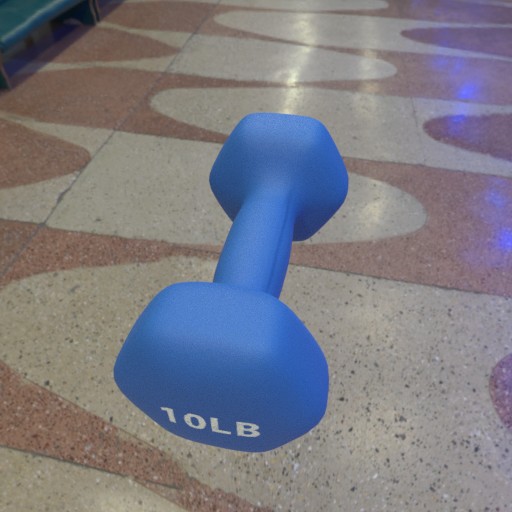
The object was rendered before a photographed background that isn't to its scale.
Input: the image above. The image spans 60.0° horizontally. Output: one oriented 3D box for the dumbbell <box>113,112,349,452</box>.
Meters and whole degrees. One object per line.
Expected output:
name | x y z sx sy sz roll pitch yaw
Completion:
dumbbell | 0.000 0.000 0.266 0.103 0.093 0.212 9 45 9
